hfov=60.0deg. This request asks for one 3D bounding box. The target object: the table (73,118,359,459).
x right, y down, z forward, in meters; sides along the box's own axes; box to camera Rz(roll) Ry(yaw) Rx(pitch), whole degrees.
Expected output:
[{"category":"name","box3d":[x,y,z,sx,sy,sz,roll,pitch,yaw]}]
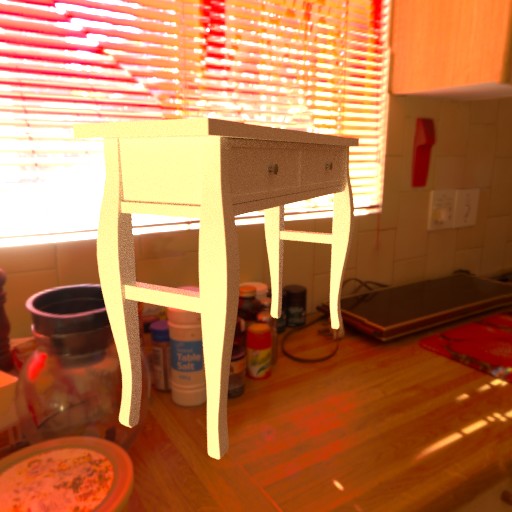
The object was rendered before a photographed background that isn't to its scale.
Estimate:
[{"category":"table","box3d":[0.000,0.000,1.438,0.373,0.768,1.062,7,14,27]}]
